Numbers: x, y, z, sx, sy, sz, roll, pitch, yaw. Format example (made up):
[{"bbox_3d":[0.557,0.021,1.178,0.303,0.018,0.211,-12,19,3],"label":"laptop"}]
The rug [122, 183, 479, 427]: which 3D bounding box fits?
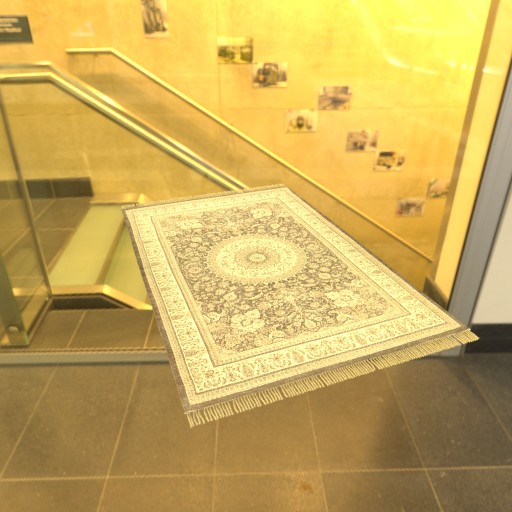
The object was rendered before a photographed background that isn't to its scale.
[{"bbox_3d":[0.000,0.000,4.222,2.143,0.015,3.422,-11,31,-18],"label":"rug"}]
